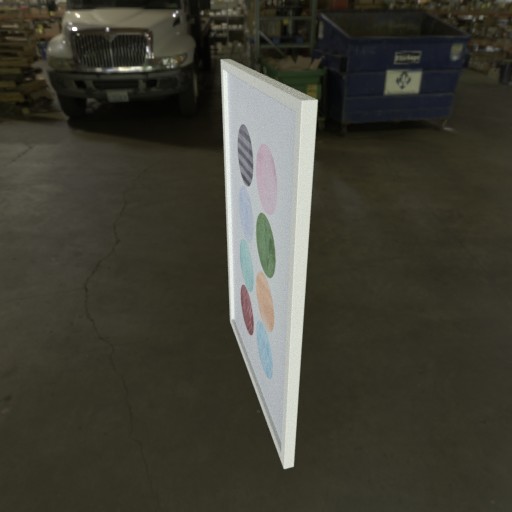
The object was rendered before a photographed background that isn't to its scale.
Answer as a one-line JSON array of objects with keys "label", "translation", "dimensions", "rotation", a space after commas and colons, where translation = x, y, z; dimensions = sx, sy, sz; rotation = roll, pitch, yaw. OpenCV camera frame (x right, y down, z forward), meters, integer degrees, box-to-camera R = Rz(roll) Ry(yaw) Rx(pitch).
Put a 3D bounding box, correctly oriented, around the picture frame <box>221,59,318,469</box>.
[{"label": "picture frame", "translation": [0.000, 0.000, 0.567], "dimensions": [0.013, 0.434, 0.305], "rotation": [-8, 30, -13]}]
